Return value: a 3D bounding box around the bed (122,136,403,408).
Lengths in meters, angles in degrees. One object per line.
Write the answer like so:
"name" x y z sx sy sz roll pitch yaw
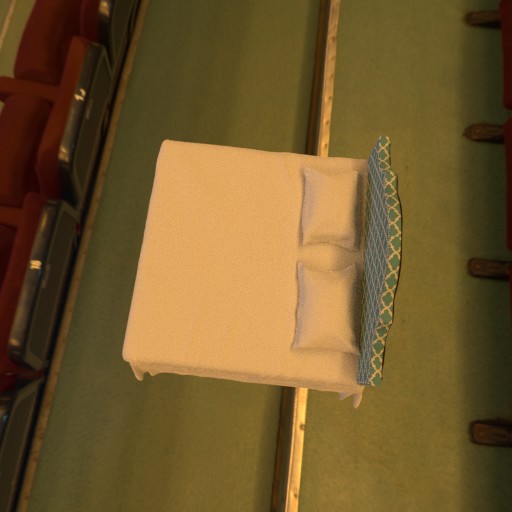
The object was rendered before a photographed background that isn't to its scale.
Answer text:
"bed" 0.000 0.000 3.768 2.222 1.601 2.314 6 75 2
